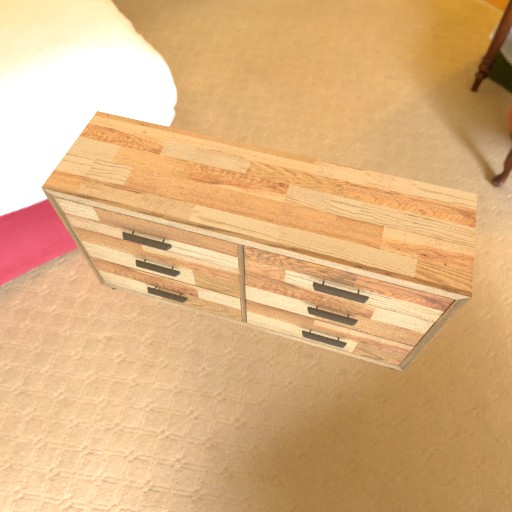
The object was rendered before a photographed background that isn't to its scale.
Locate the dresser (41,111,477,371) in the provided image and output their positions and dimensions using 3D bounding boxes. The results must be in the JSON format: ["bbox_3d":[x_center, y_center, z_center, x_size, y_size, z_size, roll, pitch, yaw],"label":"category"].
[{"bbox_3d":[0.000,0.000,1.973,1.547,0.834,0.487,15,59,9],"label":"dresser"}]
